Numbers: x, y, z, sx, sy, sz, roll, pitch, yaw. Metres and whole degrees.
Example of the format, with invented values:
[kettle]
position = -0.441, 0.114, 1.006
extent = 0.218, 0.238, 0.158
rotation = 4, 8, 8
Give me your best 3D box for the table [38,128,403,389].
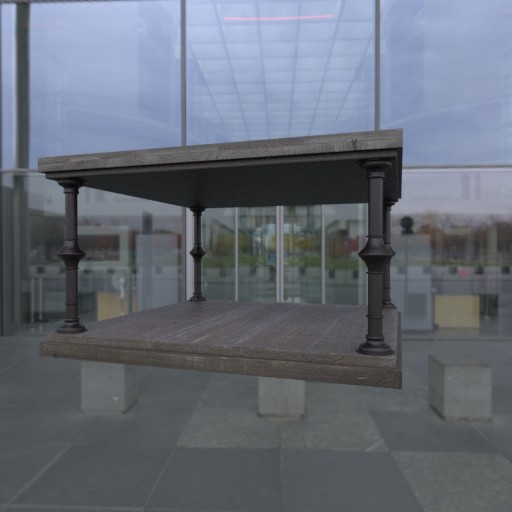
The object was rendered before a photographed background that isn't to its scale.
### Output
[table]
position = 0.000, 0.000, 1.116
extent = 0.696, 0.400, 0.696
rotation = 0, 1, 18
